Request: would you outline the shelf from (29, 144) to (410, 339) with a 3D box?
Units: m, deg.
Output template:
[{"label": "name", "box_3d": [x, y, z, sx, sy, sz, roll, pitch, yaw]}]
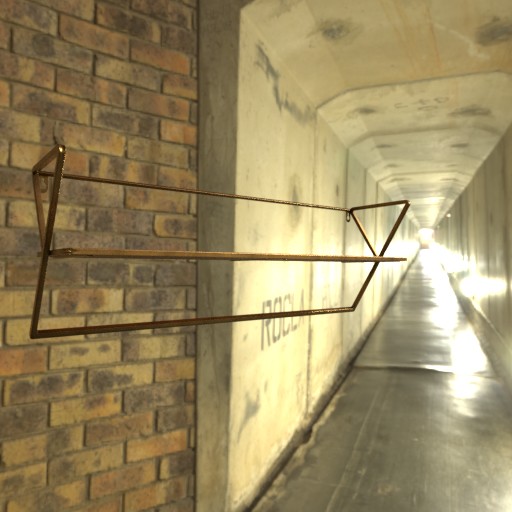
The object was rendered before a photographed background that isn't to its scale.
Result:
[{"label": "shelf", "box_3d": [0.000, 0.000, 0.728, 0.645, 0.229, 0.150, 1, -2, -37]}]
